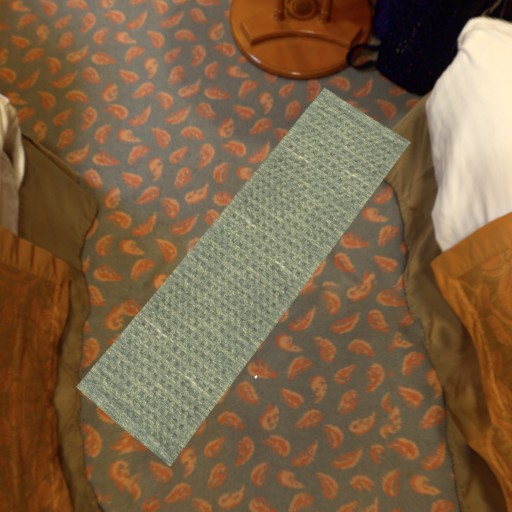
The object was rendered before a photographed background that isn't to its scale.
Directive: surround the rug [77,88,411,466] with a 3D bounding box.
[{"bbox_3d":[0.000,0.000,2.692,0.688,0.008,2.443,36,78,9],"label":"rug"}]
